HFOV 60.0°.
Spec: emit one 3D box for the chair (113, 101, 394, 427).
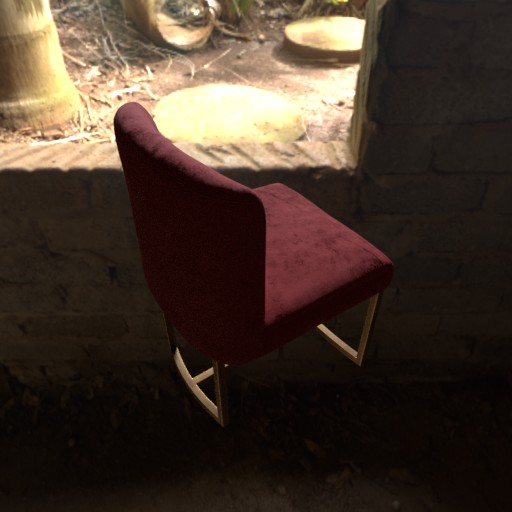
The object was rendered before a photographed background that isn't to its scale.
[{"bbox_3d":[0.000,0.000,1.210,0.560,0.824,0.530,-25,46,-26],"label":"chair"}]
